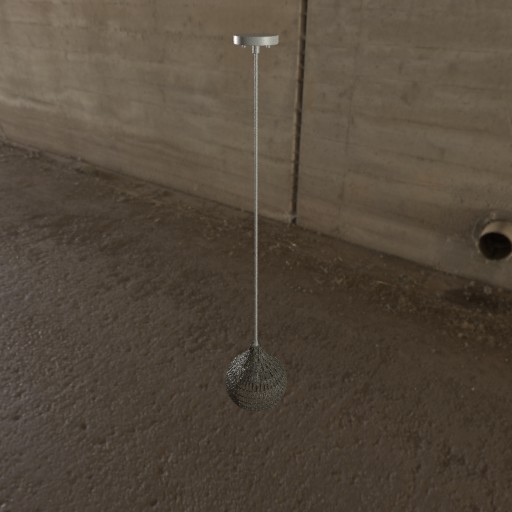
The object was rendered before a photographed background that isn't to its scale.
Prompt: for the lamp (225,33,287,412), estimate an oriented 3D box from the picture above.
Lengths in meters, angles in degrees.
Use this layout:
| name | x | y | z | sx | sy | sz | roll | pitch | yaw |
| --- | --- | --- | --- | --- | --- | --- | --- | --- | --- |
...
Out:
| name | x | y | z | sx | sy | sz | roll | pitch | yaw |
| --- | --- | --- | --- | --- | --- | --- | --- | --- | --- |
| lamp | 0.000 | 0.000 | 2.144 | 0.355 | 1.919 | 0.355 | 1 | 31 | 2 |
